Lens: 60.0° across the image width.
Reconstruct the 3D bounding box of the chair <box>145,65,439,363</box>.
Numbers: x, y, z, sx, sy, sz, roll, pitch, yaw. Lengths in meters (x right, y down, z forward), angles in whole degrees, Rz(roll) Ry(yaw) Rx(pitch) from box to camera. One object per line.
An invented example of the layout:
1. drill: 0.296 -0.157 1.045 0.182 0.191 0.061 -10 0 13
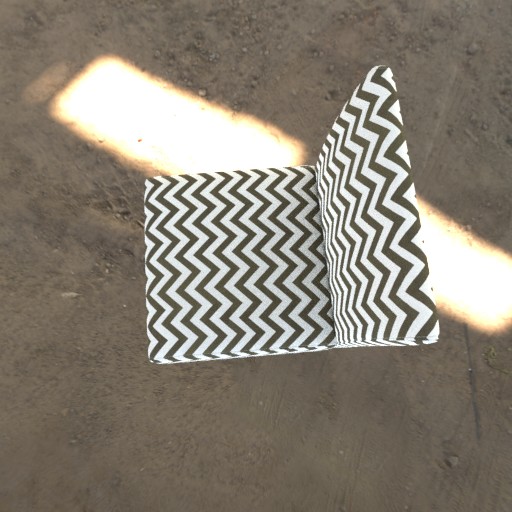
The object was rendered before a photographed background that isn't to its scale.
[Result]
1. chair: 0.000 0.000 1.269 0.648 0.838 0.589 -5 76 -1
